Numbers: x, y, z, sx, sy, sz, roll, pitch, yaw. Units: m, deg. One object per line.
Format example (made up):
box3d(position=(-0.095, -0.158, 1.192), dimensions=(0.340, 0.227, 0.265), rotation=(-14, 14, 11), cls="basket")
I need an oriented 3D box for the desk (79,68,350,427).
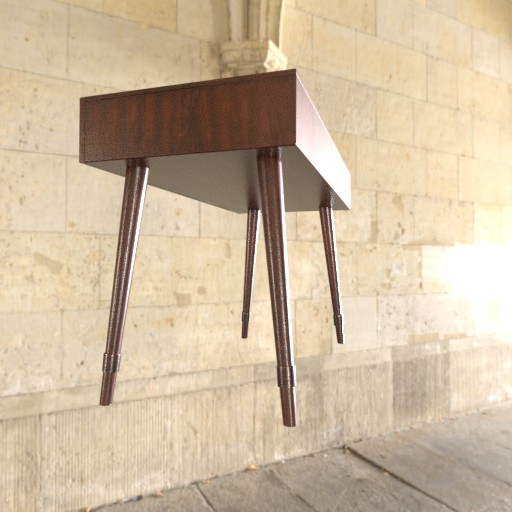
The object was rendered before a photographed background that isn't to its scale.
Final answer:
box3d(position=(0.000, 0.000, 2.104), dimensions=(0.734, 1.031, 1.577), rotation=(0, -1, 17), cls="desk")
